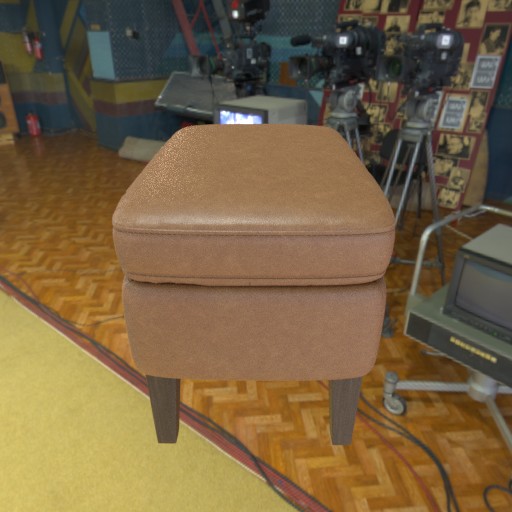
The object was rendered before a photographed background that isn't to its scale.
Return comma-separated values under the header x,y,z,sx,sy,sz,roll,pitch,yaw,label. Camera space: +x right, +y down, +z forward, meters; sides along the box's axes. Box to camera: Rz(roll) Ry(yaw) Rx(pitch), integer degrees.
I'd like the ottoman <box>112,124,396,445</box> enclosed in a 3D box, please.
x,y,z,sx,sy,sz,roll,pitch,yaw,label
0.000,0.000,0.969,0.420,0.480,0.670,0,27,1,ottoman
